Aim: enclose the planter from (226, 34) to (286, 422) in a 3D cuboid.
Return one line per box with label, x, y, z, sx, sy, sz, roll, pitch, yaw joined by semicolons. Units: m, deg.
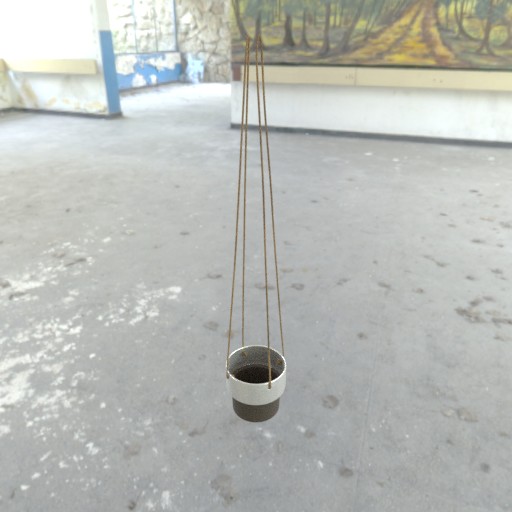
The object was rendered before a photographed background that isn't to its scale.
planter;0.000;0.000;1.198;0.187;1.073;0.187;9;28;17
